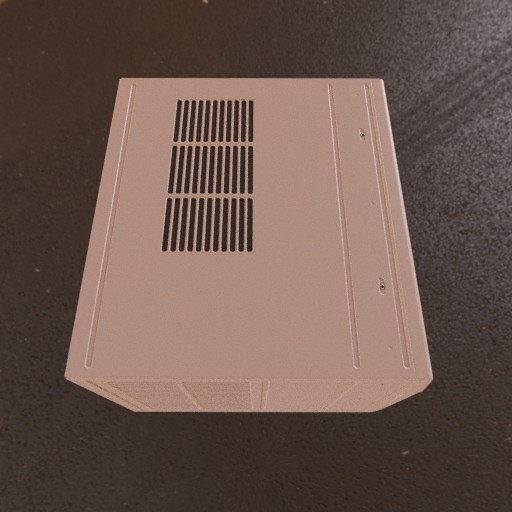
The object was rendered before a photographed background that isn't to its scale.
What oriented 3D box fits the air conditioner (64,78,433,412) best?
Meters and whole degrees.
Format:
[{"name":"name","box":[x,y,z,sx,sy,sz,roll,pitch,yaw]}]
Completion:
[{"name":"air conditioner","box":[0.000,0.000,1.030,0.599,0.455,0.645,0,64,0]}]
